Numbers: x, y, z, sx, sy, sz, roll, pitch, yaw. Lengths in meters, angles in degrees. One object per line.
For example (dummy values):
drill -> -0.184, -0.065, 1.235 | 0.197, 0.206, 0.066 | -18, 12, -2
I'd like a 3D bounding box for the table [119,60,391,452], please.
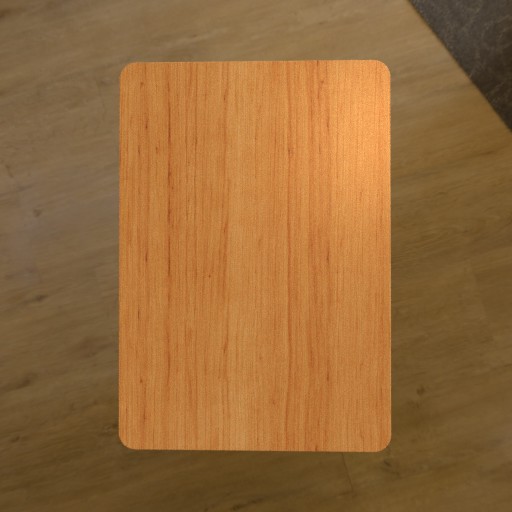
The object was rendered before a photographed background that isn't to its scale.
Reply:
table -> 0.000, 0.000, 1.356 | 0.696, 0.445, 0.997 | 0, 90, 1
